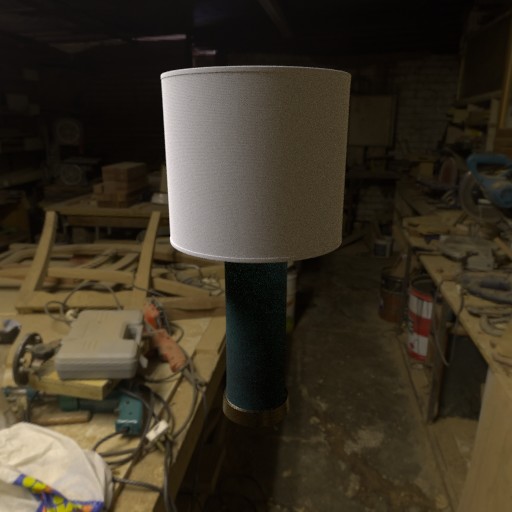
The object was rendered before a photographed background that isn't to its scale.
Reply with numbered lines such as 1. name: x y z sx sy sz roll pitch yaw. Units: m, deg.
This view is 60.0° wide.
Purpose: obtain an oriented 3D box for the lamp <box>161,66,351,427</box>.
1. lamp: 0.000 0.000 0.802 0.301 0.630 0.301 3 17 9
